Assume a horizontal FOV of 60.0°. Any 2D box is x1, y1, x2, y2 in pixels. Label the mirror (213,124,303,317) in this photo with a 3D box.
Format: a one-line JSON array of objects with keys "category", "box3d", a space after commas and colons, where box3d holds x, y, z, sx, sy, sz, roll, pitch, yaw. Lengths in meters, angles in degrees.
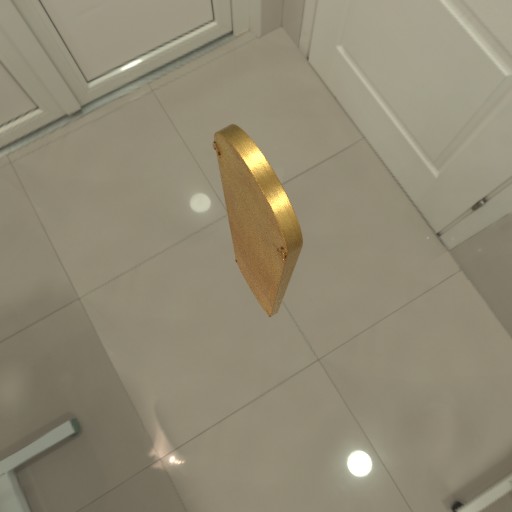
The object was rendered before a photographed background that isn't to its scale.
[{"category": "mirror", "box3d": [0.000, 0.000, 1.074, 0.032, 0.991, 0.222, -30, 78, -7]}]
